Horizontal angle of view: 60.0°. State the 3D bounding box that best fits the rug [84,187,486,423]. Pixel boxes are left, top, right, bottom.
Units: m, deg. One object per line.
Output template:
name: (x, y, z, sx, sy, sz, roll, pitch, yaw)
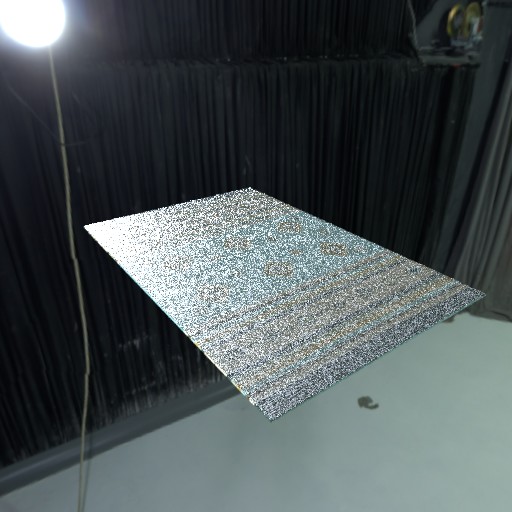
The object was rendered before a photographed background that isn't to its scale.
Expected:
rug: (0.000, 0.000, 2.303, 1.212, 0.010, 1.811, -19, 33, -32)
